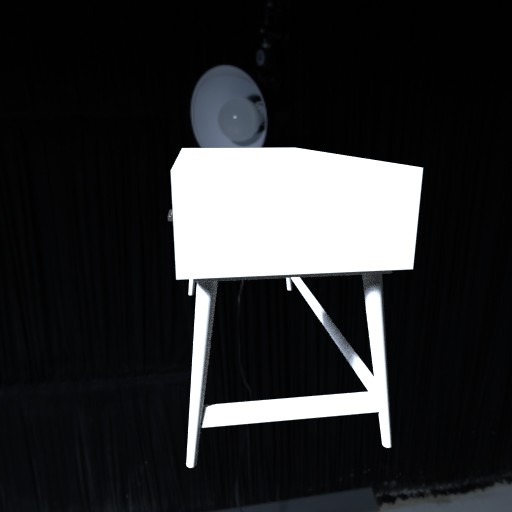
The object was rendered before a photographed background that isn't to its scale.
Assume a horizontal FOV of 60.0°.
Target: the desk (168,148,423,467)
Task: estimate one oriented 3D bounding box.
[{"bbox_3d":[0.000,0.000,1.707,0.589,0.762,1.313,-2,16,-8],"label":"desk"}]
